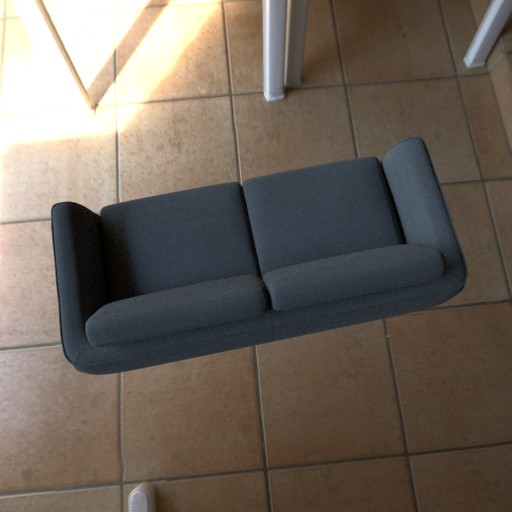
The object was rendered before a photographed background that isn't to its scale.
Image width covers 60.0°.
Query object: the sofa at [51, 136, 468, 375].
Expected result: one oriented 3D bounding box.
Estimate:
[{"bbox_3d":[0.000,0.000,2.390,2.000,0.850,0.920,-11,76,-3],"label":"sofa"}]
